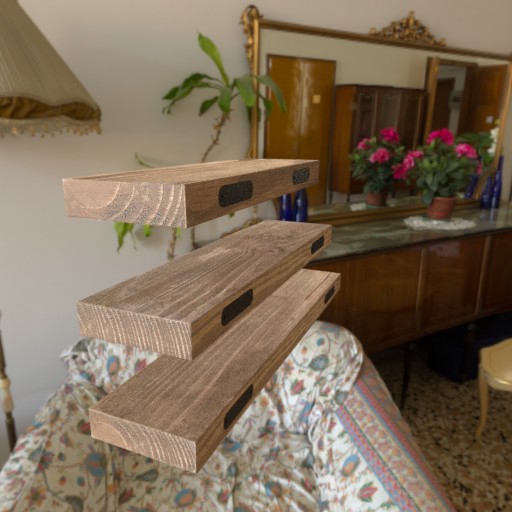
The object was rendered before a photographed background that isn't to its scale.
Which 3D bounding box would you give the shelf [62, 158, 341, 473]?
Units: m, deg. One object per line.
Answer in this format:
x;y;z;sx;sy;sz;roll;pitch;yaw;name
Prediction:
0.000;0.000;0.708;0.140;0.293;0.610;7;17;23;shelf
